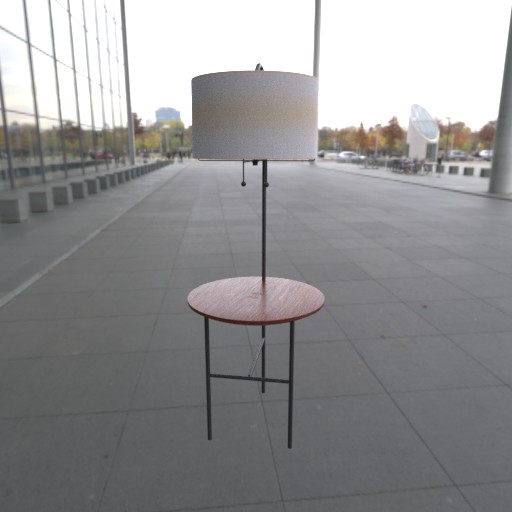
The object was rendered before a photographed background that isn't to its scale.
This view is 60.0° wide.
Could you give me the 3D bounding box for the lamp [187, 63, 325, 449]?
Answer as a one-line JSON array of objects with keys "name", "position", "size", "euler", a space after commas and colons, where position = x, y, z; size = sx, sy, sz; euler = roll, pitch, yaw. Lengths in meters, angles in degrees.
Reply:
[{"name": "lamp", "position": [0.000, 0.000, 1.830], "size": [0.573, 1.517, 0.573], "euler": [0, 13, 0]}]
